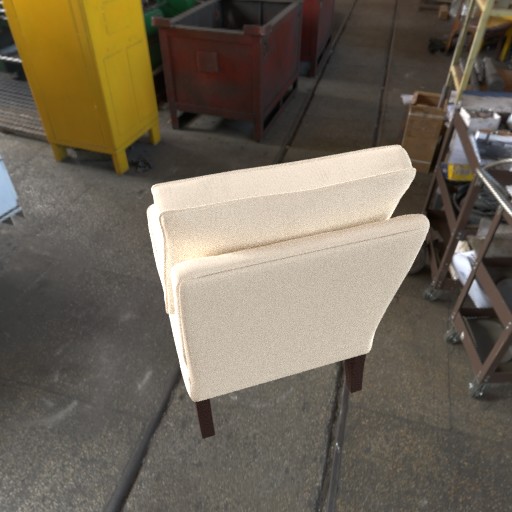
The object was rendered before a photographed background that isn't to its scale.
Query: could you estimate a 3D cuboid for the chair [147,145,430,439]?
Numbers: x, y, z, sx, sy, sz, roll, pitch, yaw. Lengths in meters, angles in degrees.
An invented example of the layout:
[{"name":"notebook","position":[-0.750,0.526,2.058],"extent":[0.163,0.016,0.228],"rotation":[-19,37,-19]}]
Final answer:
[{"name":"chair","position":[0.000,0.000,1.427],"extent":[0.630,0.887,0.781],"rotation":[-12,43,-14]}]
